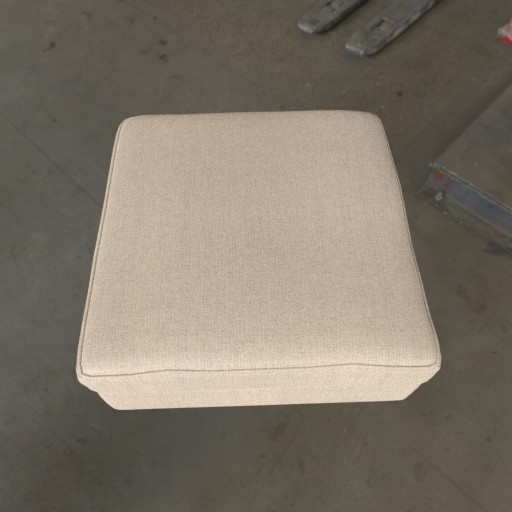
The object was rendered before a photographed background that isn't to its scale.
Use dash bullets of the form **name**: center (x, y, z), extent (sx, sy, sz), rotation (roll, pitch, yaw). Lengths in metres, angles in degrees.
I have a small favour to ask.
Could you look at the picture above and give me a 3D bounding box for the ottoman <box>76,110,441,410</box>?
- **ottoman**: center (0.000, 0.000, 1.334), extent (0.838, 0.481, 0.838), rotation (-2, 59, -1)
